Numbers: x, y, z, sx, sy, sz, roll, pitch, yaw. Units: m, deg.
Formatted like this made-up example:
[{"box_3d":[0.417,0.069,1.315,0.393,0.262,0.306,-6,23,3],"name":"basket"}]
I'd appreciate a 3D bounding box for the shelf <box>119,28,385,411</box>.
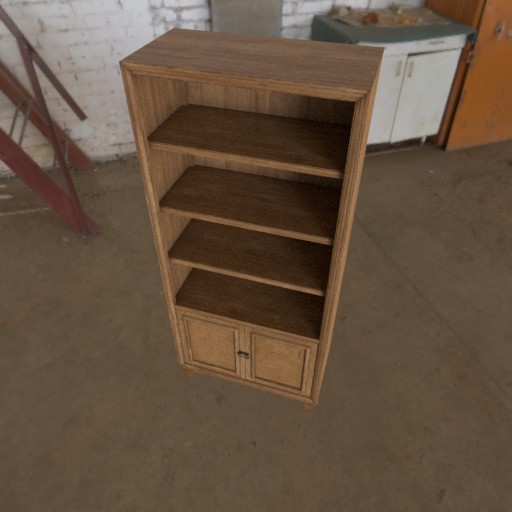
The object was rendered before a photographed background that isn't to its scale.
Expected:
[{"box_3d":[0.000,0.000,2.231,0.864,1.930,0.453,12,43,13],"name":"shelf"}]
